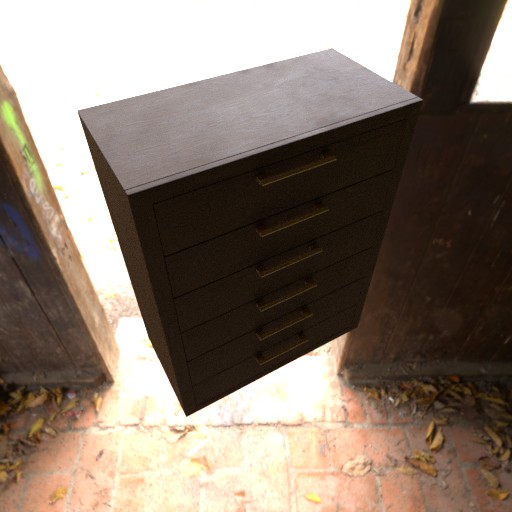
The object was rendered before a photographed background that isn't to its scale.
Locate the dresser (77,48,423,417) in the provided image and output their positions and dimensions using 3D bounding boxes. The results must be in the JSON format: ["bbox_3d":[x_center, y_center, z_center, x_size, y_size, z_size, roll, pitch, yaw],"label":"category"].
[{"bbox_3d":[0.000,0.000,1.838,0.964,1.320,0.516,-23,50,-20],"label":"dresser"}]
